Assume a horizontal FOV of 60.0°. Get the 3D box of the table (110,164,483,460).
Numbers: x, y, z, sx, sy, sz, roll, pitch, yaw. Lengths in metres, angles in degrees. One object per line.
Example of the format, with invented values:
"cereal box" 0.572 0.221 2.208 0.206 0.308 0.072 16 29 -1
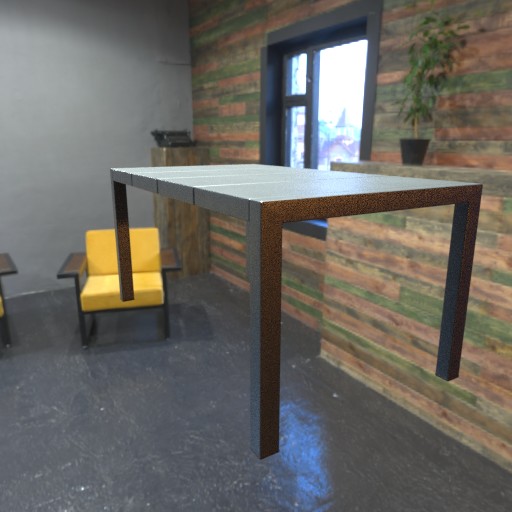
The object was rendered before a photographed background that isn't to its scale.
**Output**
"table" 0.000 0.000 1.267 0.559 0.460 0.965 -9 17 -30
